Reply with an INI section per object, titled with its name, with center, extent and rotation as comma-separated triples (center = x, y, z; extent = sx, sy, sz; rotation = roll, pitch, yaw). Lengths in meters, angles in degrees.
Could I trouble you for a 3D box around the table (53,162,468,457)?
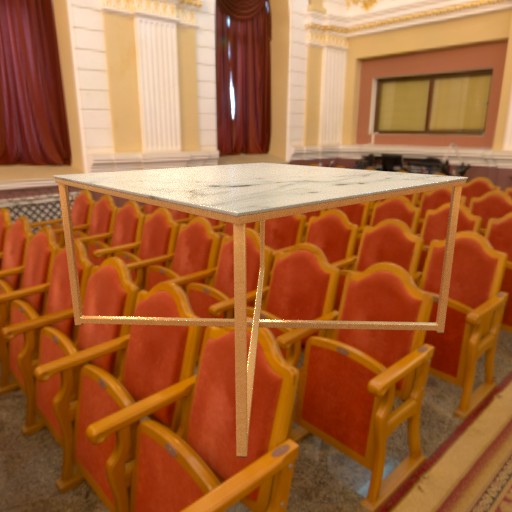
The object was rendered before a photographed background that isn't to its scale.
[table]
center = 0.000, 0.000, 1.266
extent = 0.800, 0.450, 0.800
rotation = -14, 21, -40
